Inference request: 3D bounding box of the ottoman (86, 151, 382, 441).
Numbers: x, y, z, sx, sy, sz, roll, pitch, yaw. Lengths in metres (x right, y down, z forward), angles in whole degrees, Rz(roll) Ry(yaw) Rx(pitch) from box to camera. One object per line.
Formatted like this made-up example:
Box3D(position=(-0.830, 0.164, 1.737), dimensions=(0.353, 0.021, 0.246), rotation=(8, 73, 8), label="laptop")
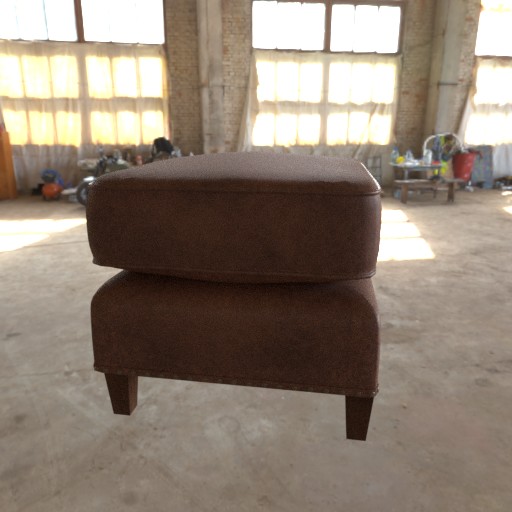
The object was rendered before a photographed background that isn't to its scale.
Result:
Box3D(position=(0.000, 0.000, 1.169), dimensions=(0.589, 0.537, 0.738), rotation=(3, 17, 9), label="ottoman")
